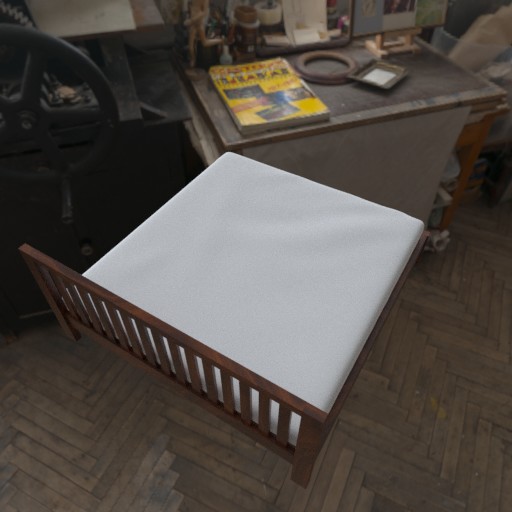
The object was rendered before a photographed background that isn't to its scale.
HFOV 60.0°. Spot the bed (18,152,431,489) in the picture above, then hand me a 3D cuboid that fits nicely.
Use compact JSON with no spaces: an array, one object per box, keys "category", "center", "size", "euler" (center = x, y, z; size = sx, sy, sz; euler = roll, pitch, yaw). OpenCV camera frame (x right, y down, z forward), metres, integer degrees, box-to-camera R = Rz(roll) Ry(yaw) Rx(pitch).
[{"category":"bed","center":[0.000,0.000,3.077],"size":[1.905,0.890,2.030],"euler":[24,51,21]}]
